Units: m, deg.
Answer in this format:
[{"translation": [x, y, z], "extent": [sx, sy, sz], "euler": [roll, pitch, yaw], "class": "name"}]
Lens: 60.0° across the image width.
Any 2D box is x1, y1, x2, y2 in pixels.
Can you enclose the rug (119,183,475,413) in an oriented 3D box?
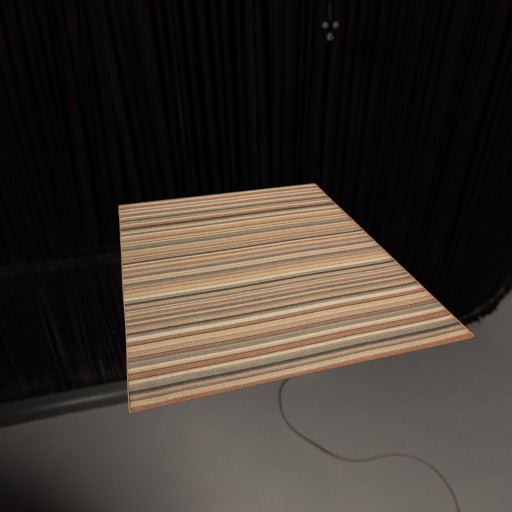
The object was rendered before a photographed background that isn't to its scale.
[{"translation": [0.000, 0.000, 4.166], "extent": [2.436, 0.011, 3.045], "euler": [-8, 32, -14], "class": "rug"}]
